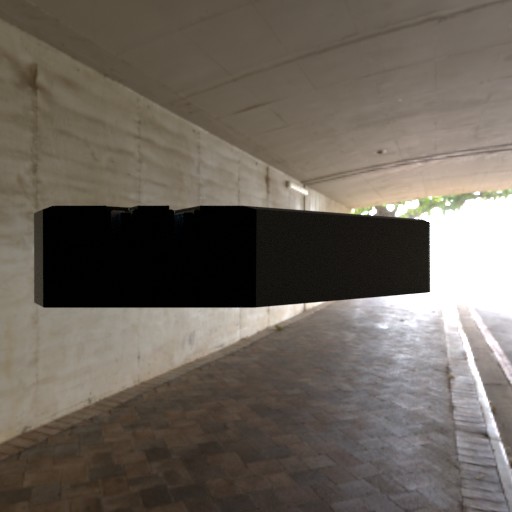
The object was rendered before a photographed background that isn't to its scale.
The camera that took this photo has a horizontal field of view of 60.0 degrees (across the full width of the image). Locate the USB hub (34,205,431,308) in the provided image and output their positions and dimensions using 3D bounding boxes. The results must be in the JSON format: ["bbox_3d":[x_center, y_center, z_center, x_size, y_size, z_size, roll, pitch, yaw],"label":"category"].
[{"bbox_3d":[0.000,0.000,0.127,0.110,0.023,0.044,0,0,-35],"label":"USB hub"}]
